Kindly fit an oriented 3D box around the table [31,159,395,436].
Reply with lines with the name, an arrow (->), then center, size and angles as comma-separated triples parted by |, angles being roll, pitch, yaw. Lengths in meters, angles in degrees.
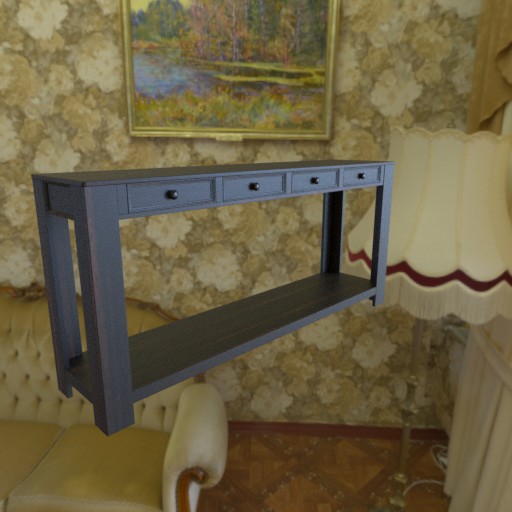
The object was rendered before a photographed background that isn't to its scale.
table -> 0.000, 0.000, 1.920 | 1.631, 0.762, 0.384 | -14, 20, -43
